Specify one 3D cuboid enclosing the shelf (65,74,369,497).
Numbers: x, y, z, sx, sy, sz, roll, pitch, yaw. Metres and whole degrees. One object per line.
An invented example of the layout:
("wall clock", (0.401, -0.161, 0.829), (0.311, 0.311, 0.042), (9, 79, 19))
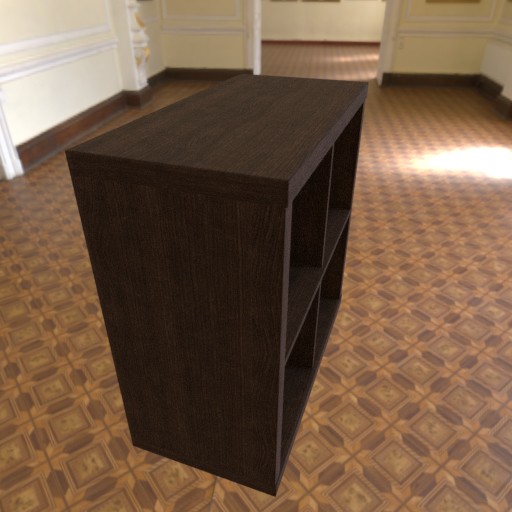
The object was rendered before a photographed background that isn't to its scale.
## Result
("shelf", (0.000, 0.000, 1.205), (0.390, 0.786, 0.790), (11, 33, 17))
